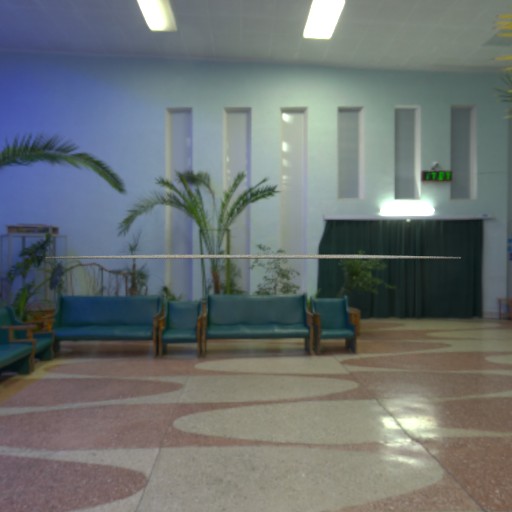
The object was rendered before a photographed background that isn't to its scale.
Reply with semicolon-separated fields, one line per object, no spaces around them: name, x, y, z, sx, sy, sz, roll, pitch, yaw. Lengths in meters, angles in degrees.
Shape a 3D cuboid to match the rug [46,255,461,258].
rug;0.000;0.000;4.100;2.425;0.008;3.035;0;0;1
